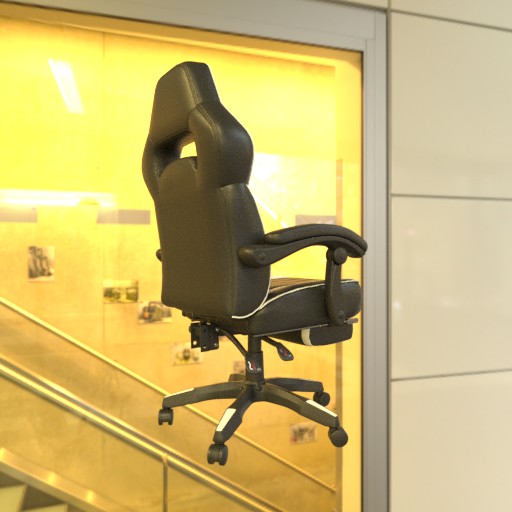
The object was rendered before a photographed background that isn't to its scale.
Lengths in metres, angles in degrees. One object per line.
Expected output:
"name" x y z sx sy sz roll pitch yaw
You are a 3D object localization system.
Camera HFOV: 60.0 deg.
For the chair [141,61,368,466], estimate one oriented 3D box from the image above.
"chair" 0.000 0.000 1.598 0.700 1.200 0.676 0 0 -36
